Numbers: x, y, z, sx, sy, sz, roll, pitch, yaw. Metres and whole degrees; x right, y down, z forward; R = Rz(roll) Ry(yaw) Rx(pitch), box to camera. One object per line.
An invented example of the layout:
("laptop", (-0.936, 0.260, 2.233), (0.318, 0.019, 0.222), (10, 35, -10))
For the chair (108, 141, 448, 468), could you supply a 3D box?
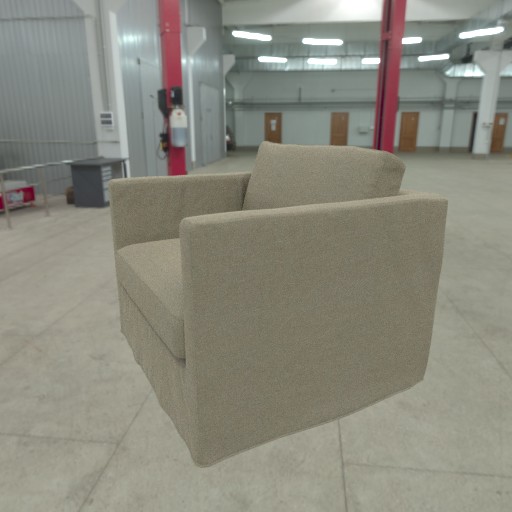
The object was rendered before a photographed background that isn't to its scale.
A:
("chair", (0.000, 0.000, 1.771), (0.949, 0.863, 1.057), (-9, 19, -27))
